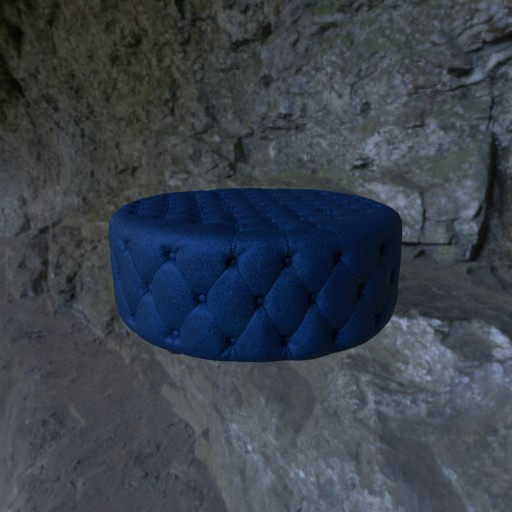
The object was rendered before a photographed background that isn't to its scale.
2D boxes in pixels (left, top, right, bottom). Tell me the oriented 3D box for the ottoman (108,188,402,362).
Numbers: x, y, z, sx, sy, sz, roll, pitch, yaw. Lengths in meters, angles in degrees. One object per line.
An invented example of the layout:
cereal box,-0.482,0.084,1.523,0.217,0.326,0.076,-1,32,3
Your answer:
ottoman,0.000,0.000,1.581,0.998,0.398,0.998,0,16,0
